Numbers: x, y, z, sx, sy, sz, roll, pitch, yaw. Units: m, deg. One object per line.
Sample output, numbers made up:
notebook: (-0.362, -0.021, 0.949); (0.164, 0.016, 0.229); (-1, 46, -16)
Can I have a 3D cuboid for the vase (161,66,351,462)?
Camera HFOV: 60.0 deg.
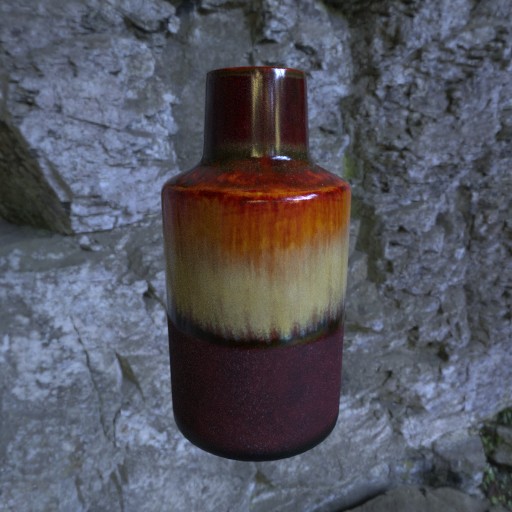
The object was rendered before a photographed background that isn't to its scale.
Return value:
vase: (0.000, 0.000, 0.265); (0.108, 0.204, 0.108); (0, 15, 0)
